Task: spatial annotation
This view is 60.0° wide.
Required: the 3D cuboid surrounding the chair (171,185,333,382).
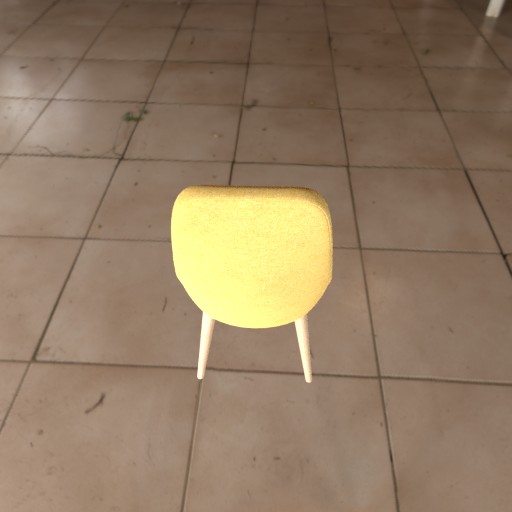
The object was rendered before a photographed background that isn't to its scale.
[{"bbox_3d":[0.000,0.000,1.430,0.510,1.040,0.660,1,47,1],"label":"chair"}]
